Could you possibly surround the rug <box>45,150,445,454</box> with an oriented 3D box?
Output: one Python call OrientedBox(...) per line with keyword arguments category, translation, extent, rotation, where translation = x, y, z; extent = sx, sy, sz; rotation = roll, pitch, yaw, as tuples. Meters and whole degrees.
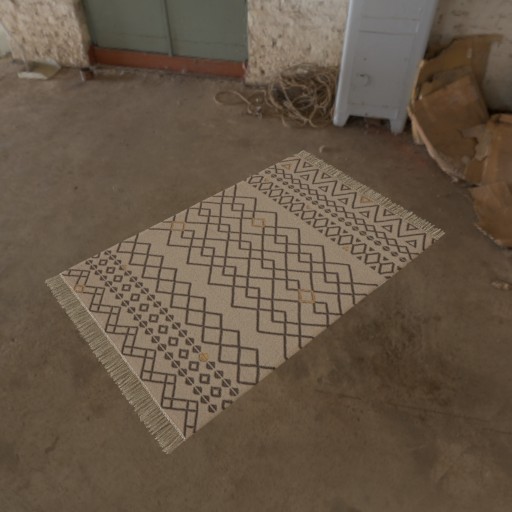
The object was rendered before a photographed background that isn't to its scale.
OrientedBox(category="rug", translation=(0.000, 0.000, 2.557), extent=(2.023, 0.028, 1.224), rotation=(-32, 53, -27))
